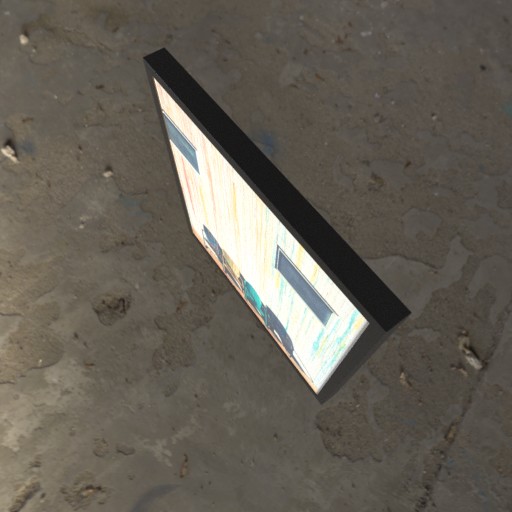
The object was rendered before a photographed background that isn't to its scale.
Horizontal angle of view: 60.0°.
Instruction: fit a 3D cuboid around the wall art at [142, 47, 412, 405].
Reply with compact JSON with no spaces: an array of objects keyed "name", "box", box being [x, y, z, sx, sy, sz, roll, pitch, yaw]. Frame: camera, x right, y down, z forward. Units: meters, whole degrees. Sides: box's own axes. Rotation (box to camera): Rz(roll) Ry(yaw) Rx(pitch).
[{"name":"wall art","box":[0.000,0.000,0.779,0.037,0.506,0.506,-33,68,-15]}]
